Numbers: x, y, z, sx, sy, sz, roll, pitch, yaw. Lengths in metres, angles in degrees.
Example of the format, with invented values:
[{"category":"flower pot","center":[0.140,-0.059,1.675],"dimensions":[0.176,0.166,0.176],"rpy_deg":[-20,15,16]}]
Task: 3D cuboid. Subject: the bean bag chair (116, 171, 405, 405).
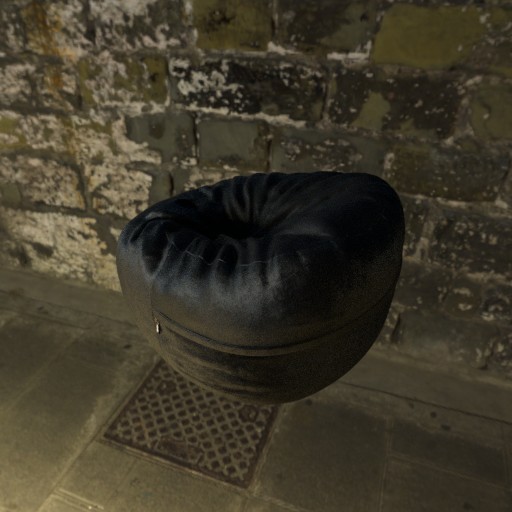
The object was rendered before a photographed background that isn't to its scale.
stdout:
[{"category":"bean bag chair","center":[0.000,0.000,2.457],"dimensions":[1.524,0.878,1.524],"rpy_deg":[20,37,28]}]
